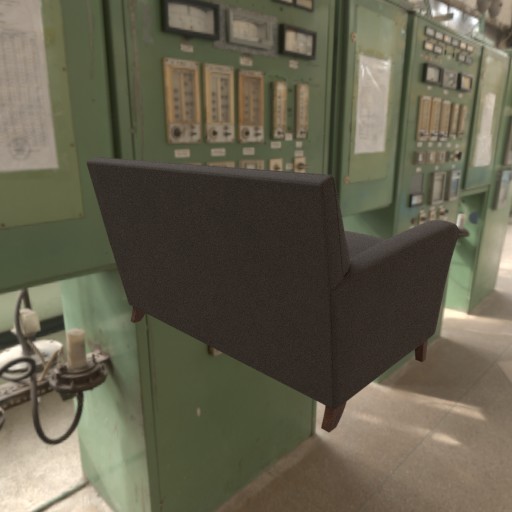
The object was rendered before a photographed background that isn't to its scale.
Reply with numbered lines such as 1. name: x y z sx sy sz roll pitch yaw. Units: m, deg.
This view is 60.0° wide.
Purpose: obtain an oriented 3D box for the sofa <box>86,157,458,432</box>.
1. sofa: 0.000 0.000 1.984 0.871 0.846 1.420 -15 21 -43
